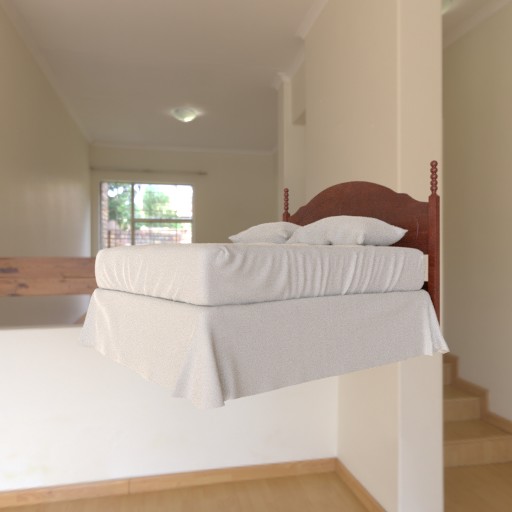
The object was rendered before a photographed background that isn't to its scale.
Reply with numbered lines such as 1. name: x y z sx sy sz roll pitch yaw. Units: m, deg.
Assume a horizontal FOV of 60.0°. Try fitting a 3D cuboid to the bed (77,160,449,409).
1. bed: 0.000 0.000 3.185 2.040 1.356 1.873 0 0 -37
